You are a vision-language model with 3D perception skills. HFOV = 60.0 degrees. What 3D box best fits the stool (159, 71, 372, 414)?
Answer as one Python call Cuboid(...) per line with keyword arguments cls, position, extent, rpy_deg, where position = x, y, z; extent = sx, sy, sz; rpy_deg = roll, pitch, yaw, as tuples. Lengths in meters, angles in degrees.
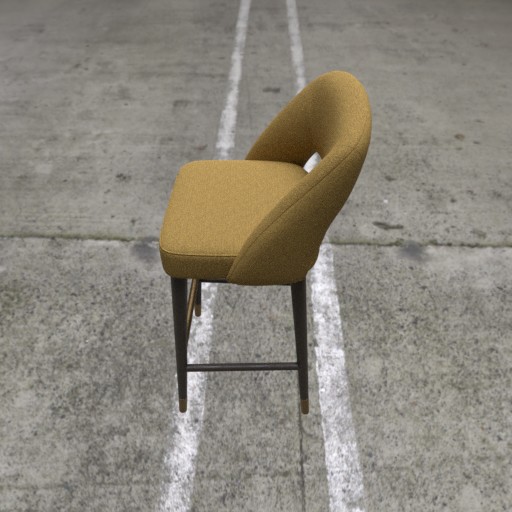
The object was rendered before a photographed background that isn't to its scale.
Cuboid(cls="stool", position=(0.000, 0.000, 1.360), extent=(0.522, 1.032, 0.536), rpy_deg=(1, 41, 1))
